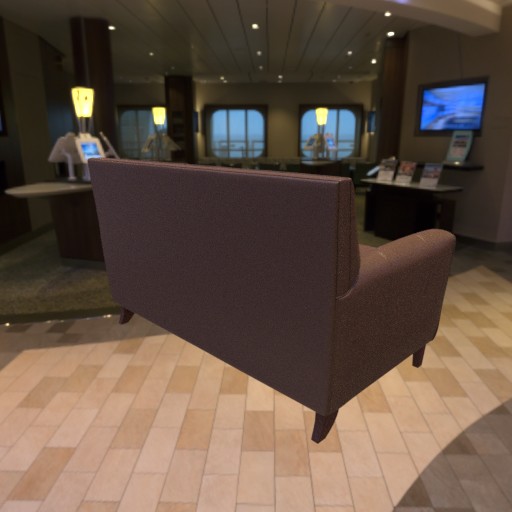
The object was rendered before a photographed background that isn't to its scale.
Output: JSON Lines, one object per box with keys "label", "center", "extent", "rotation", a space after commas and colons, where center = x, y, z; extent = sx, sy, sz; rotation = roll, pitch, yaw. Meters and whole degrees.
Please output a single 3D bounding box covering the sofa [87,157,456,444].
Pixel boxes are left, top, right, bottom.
{"label": "sofa", "center": [0.000, 0.000, 2.024], "extent": [0.853, 0.859, 1.468], "rotation": [-15, 21, -42]}
